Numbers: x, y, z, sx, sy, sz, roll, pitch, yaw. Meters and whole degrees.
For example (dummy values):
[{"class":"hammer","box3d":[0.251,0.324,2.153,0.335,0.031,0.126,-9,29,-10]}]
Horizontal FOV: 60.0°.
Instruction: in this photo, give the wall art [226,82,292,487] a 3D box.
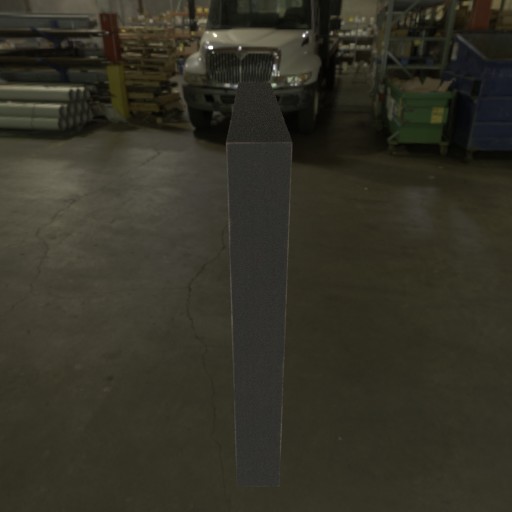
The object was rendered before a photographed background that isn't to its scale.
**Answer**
[{"class":"wall art","box3d":[0.000,0.000,0.460,0.038,0.305,0.305,0,27,-1]}]
